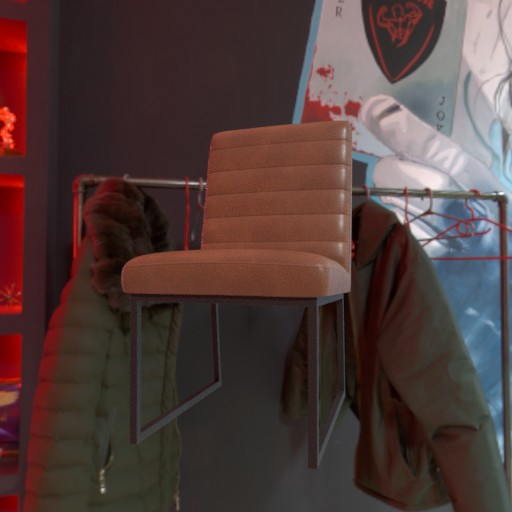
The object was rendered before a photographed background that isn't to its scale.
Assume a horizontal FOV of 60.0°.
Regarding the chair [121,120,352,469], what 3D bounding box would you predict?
[{"bbox_3d":[0.000,0.000,1.312,0.520,0.930,0.634,0,-1,17],"label":"chair"}]
